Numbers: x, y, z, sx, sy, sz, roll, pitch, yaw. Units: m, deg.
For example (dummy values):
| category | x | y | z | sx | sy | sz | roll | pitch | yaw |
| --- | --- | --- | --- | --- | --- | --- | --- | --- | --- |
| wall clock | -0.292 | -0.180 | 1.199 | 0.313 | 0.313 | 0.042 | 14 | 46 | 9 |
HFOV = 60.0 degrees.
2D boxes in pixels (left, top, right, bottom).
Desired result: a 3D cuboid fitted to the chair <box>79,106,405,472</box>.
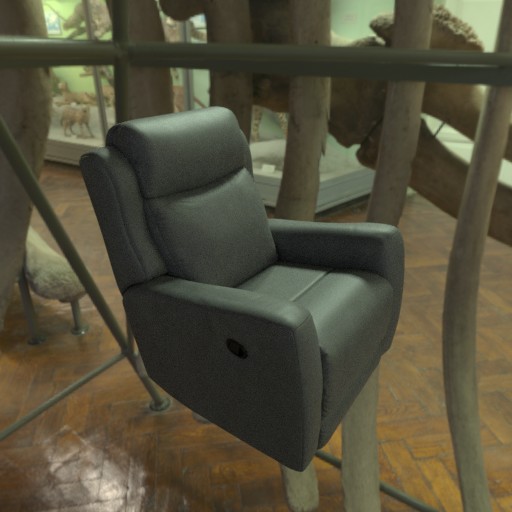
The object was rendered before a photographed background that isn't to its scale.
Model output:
| category | x | y | z | sx | sy | sz | roll | pitch | yaw |
| --- | --- | --- | --- | --- | --- | --- | --- | --- | --- |
| chair | 0.000 | 0.000 | 1.906 | 1.068 | 1.116 | 0.965 | 17 | 31 | 32 |
